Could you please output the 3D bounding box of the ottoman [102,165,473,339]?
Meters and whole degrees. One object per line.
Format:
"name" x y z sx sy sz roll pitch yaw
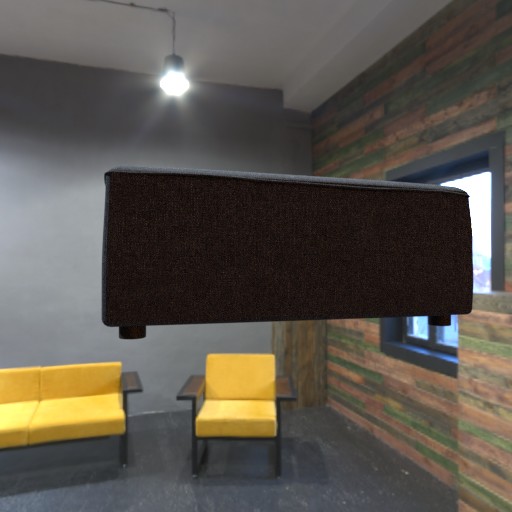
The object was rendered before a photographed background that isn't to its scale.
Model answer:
"ottoman" 0.000 0.000 1.595 1.023 0.423 1.017 1 -2 -16
